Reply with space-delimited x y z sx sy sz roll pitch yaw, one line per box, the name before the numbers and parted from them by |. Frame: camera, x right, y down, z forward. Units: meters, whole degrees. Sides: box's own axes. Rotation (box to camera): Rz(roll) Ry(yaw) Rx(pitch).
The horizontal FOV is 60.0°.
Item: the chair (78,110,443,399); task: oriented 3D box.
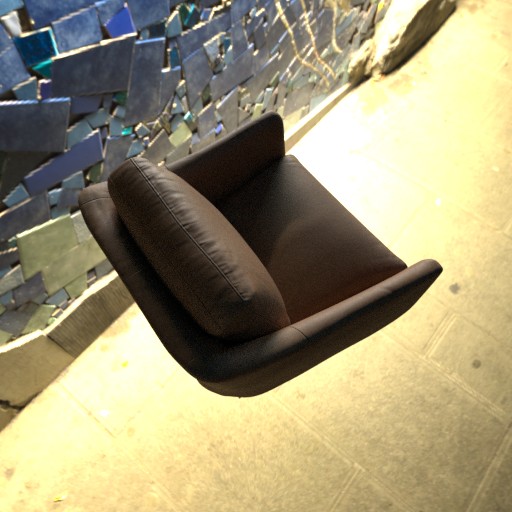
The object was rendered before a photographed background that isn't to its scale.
chair | 0.000 0.000 1.721 0.963 0.895 0.988 -32 65 -17
